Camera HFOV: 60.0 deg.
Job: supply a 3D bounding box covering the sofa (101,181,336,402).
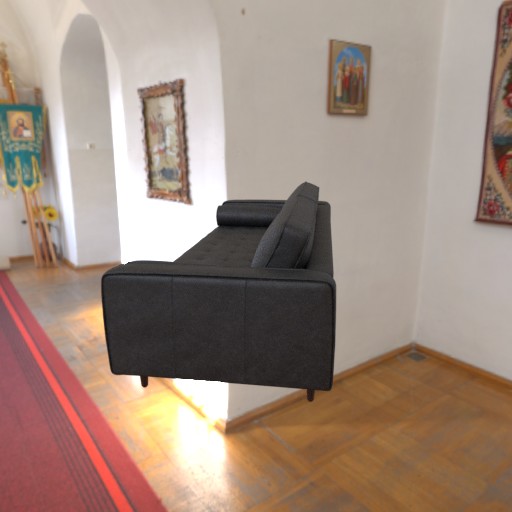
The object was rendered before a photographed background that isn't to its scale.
[{"bbox_3d":[0.000,0.000,2.695,0.914,0.762,2.210,2,15,8],"label":"sofa"}]
